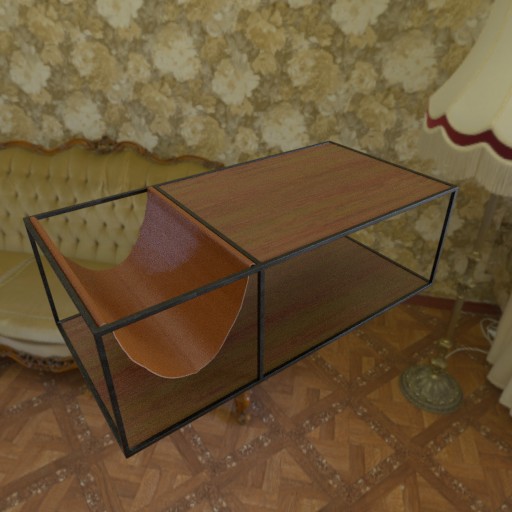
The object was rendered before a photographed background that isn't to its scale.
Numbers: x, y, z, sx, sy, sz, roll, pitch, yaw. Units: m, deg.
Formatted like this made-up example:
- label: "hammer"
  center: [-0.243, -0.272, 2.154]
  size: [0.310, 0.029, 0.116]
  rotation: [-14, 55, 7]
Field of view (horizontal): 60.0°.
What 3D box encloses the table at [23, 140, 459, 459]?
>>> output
- label: "table"
  center: [0.000, 0.000, 1.453]
  size: [1.199, 0.403, 0.597]
  rotation: [-21, 38, -30]
